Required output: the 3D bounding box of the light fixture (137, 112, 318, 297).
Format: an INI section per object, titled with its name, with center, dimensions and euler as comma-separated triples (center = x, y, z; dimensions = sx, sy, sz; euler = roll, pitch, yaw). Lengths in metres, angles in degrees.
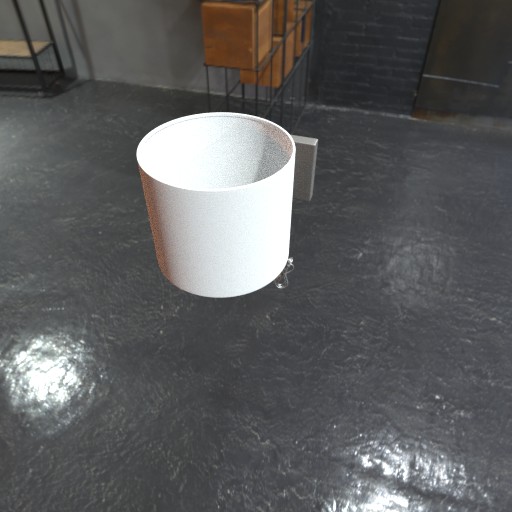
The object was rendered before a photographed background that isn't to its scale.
[light fixture]
center = 0.000, 0.000, 0.901
dimensions = 0.203, 0.651, 0.516
euler = 13, 44, 14
